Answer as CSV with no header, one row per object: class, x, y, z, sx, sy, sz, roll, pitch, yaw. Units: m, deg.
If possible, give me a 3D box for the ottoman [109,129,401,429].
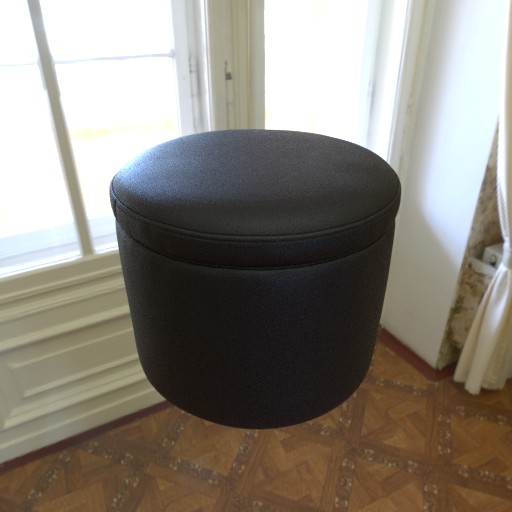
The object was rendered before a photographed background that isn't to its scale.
ottoman,0.000,0.000,0.866,0.501,0.409,0.501,0,30,0
